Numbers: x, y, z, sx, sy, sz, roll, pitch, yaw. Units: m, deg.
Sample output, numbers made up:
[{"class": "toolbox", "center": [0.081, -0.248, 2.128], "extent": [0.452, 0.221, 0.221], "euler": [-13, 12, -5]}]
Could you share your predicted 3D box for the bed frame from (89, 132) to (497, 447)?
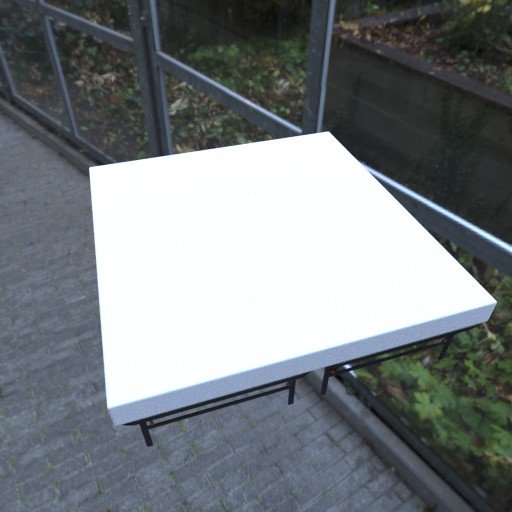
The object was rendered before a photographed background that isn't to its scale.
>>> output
[{"class": "bed frame", "center": [0.000, 0.000, 2.942], "extent": [1.930, 0.559, 2.032], "euler": [-12, 43, -13]}]
